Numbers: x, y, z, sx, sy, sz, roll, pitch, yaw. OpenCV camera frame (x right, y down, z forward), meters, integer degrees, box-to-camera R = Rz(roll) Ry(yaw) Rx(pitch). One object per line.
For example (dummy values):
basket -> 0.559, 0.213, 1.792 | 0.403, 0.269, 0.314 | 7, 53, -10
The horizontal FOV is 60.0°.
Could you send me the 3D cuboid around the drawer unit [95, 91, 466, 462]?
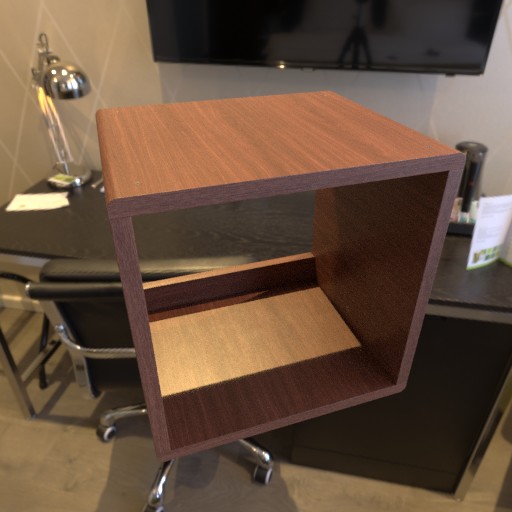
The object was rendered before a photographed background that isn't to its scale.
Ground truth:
drawer unit -> 0.000, 0.000, 0.606 | 0.349, 0.351, 0.290 | -10, 34, -16
